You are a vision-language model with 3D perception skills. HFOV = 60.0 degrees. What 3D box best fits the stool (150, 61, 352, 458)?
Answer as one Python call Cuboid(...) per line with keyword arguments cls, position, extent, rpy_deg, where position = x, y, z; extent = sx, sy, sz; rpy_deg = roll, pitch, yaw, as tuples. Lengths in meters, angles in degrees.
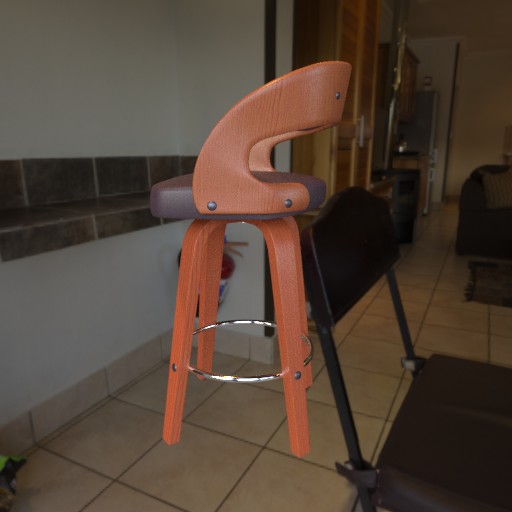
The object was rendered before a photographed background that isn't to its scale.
Cuboid(cls="stool", position=(0.000, 0.000, 1.190), extent=(0.457, 0.940, 0.457), rpy_deg=(2, 14, 8))
